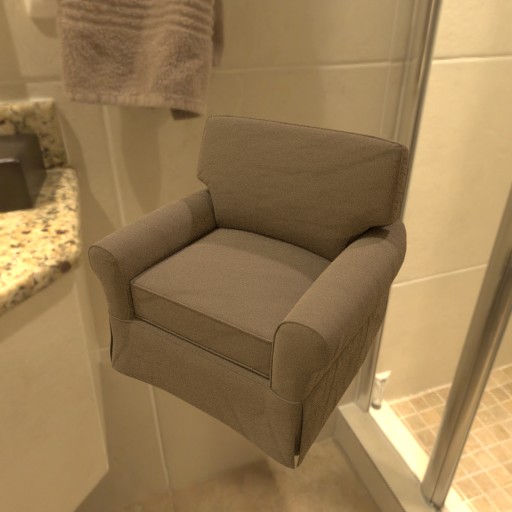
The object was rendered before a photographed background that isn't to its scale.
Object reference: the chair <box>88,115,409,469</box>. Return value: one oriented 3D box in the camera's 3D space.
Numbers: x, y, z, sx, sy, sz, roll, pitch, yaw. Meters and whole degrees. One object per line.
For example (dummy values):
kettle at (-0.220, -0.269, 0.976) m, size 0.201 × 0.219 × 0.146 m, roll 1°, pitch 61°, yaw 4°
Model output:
chair at (0.000, 0.000, 1.925) m, size 1.135 × 1.017 × 0.988 m, roll 18°, pitch 34°, yaw 28°
